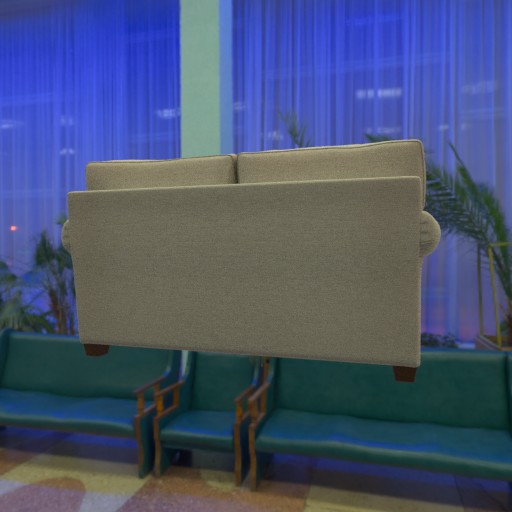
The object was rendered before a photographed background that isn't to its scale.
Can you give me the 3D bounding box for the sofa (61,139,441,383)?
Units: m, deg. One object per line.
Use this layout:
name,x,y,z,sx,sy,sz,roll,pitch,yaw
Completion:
sofa,0.000,0.000,2.270,1.701,0.966,0.966,0,1,17
